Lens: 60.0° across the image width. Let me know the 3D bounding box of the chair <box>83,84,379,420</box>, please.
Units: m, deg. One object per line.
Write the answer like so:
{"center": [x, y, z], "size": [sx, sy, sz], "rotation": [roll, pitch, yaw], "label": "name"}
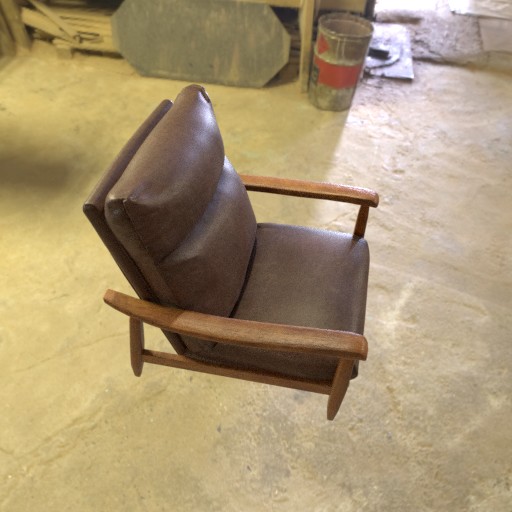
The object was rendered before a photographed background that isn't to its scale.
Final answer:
{"center": [0.000, 0.000, 1.565], "size": [0.830, 0.897, 0.782], "rotation": [10, 48, 9], "label": "chair"}
